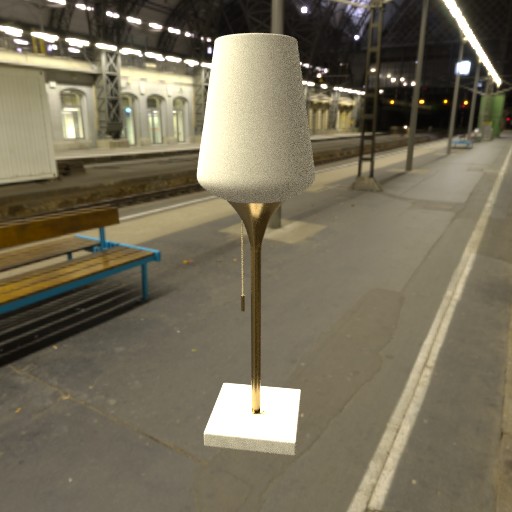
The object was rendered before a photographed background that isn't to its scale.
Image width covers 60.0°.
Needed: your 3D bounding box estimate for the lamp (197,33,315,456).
[{"bbox_3d":[0.000,0.000,0.722,0.181,0.639,0.181,3,17,8],"label":"lamp"}]
